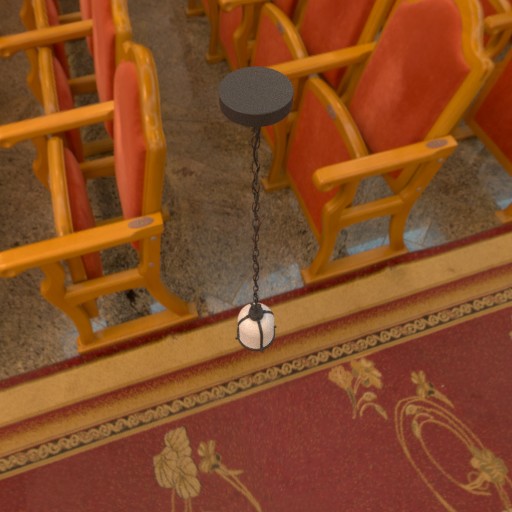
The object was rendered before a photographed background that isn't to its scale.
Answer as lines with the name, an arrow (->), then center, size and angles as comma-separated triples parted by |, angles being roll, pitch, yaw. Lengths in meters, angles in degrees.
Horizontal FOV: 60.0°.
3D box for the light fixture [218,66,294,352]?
light fixture -> 0.000, 0.000, 1.348 | 0.178, 1.181, 0.178 | -15, 58, -10
